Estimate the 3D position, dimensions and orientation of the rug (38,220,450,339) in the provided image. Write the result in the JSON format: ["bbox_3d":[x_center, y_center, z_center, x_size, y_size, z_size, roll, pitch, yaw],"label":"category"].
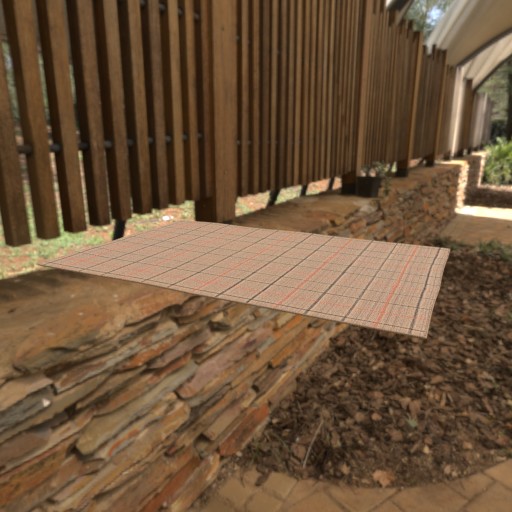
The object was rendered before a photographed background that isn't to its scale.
[{"bbox_3d":[0.000,0.000,2.348,1.829,0.013,1.220,8,18,25],"label":"rug"}]
